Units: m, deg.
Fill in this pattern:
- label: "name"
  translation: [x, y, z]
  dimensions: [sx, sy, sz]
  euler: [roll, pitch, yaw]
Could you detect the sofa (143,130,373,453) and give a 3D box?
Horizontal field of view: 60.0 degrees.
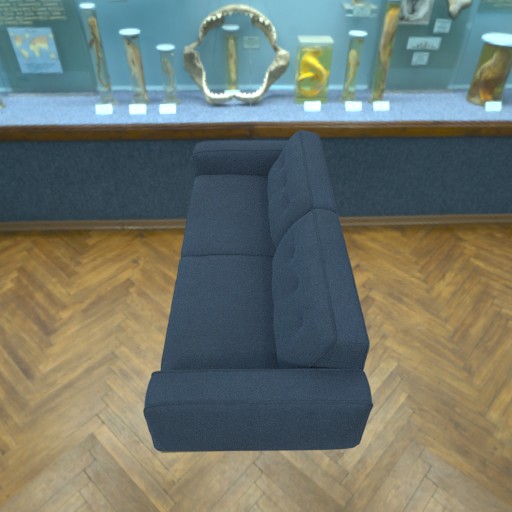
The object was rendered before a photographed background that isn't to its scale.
- label: "sofa"
  translation: [0.000, 0.000, 2.731]
  dimensions: [0.953, 0.782, 2.270]
  euler: [0, 42, 0]
